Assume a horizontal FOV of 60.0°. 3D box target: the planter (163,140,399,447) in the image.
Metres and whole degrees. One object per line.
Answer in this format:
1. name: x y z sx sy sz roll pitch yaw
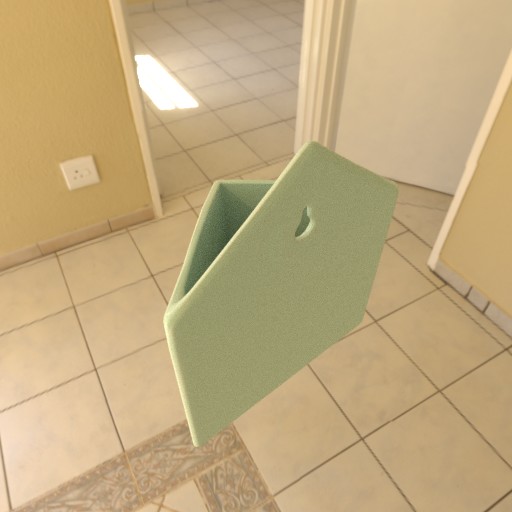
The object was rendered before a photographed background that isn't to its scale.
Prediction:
1. planter: 0.000 0.000 0.278 0.164 0.197 0.079 -30 53 -26
